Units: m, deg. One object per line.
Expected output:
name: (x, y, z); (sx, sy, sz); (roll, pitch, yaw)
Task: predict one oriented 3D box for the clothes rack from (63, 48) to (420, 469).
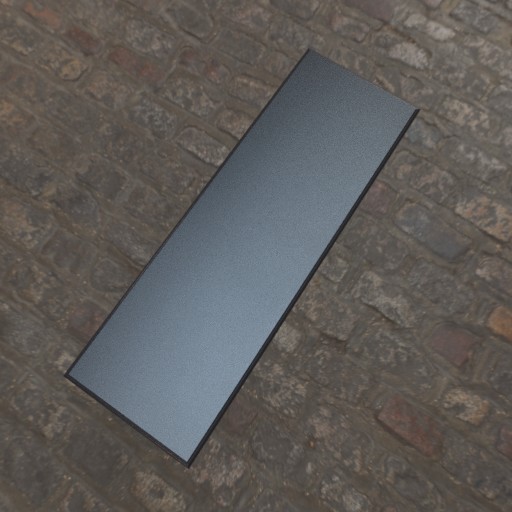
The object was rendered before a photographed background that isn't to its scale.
clothes rack: (0.000, 0.000, 1.520); (0.406, 0.556, 1.219); (33, 78, 8)
